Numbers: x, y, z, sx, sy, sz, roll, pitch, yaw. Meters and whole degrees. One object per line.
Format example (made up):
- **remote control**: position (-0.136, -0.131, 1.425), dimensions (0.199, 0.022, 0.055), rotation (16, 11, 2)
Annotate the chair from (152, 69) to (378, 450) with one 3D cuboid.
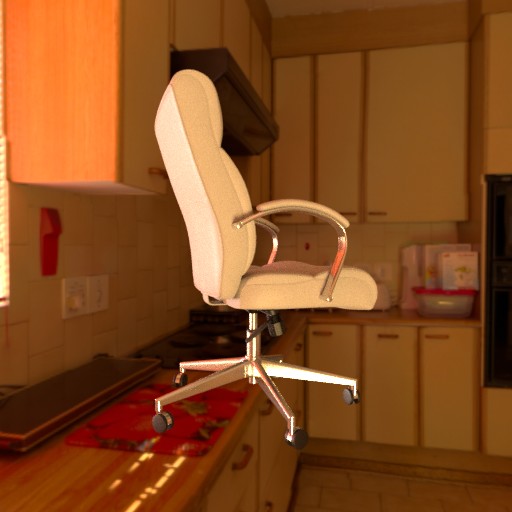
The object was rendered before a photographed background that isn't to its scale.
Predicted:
- **chair**: position (0.000, 0.000, 1.590), dimensions (0.745, 1.099, 0.727), rotation (0, 1, -17)
